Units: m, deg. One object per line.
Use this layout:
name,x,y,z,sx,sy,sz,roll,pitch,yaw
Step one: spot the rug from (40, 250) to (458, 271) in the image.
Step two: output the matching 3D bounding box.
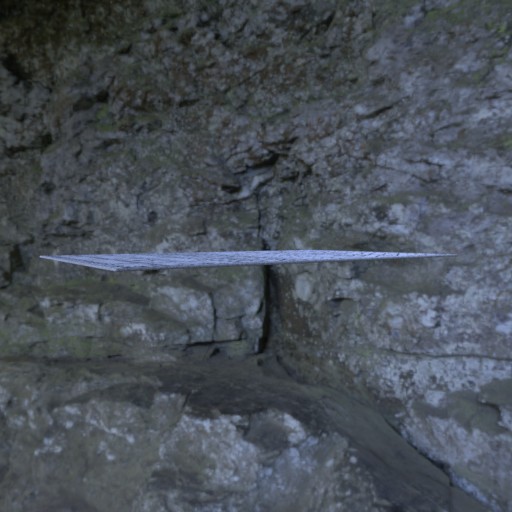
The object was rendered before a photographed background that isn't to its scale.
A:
rug,0.000,0.000,3.043,2.444,0.012,1.526,-2,3,-36
